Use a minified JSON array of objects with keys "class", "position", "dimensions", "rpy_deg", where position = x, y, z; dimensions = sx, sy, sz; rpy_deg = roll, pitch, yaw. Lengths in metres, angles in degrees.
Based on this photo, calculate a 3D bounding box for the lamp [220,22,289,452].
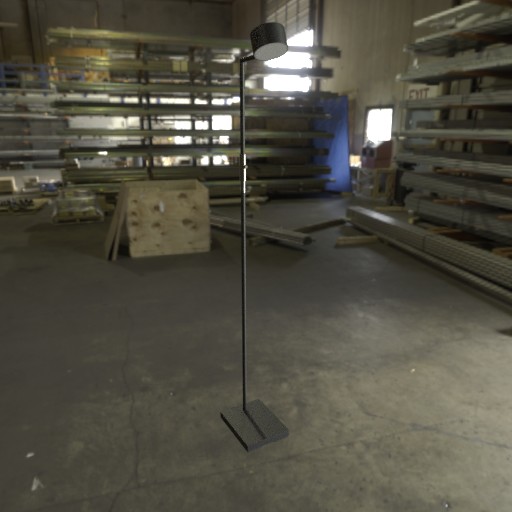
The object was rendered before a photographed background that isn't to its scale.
[{"class":"lamp","position":[0.000,0.000,1.729],"dimensions":[0.203,1.600,0.304],"rpy_deg":[-9,18,-28]}]
